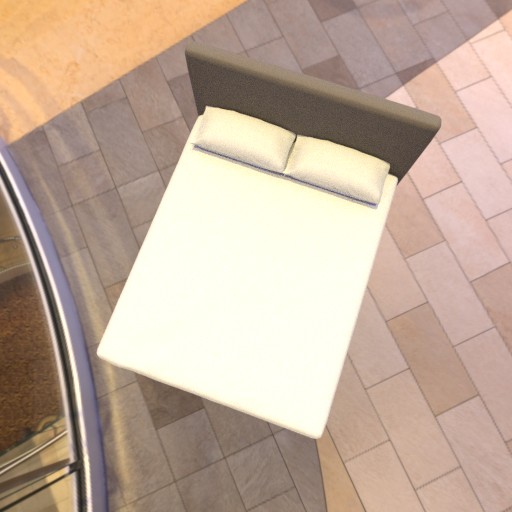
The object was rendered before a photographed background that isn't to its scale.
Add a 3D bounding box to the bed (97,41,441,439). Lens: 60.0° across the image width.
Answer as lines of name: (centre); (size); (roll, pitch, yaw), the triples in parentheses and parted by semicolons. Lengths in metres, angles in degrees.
bed: (0.000, 0.000, 3.154); (1.748, 1.330, 2.142); (19, 77, 5)
